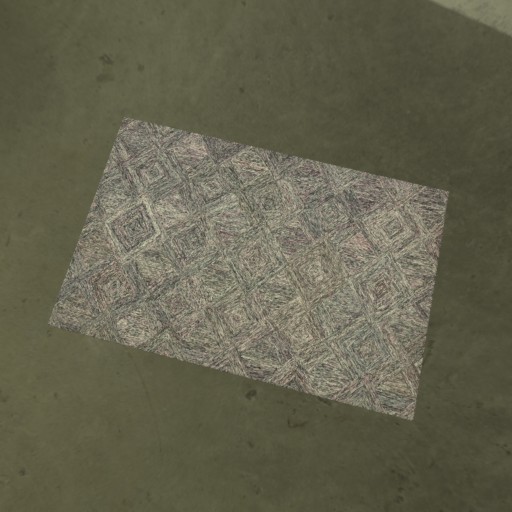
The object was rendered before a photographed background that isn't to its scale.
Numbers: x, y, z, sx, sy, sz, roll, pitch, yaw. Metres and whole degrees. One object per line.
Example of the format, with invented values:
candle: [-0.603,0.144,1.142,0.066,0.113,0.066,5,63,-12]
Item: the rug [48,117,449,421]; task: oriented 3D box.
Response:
rug: [0.000,0.000,2.873,2.298,0.017,1.501,14,76,3]
